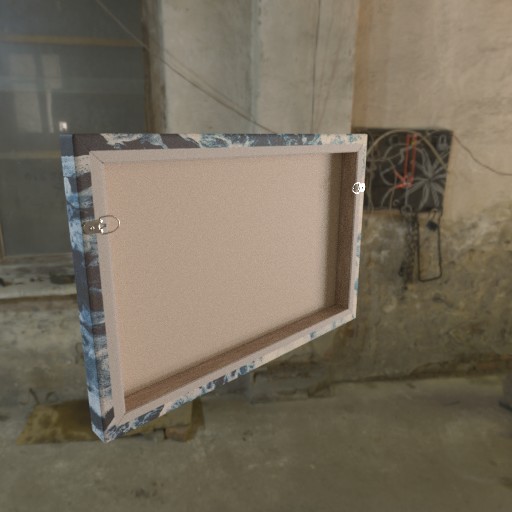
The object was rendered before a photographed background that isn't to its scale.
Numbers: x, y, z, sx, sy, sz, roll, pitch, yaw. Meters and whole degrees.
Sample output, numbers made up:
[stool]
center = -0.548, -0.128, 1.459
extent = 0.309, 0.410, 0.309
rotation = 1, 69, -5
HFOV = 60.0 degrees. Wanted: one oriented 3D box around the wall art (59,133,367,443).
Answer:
[wall art]
center = 0.000, 0.000, 0.765
extent = 0.609, 0.407, 0.043
rotation = -15, 21, -43
